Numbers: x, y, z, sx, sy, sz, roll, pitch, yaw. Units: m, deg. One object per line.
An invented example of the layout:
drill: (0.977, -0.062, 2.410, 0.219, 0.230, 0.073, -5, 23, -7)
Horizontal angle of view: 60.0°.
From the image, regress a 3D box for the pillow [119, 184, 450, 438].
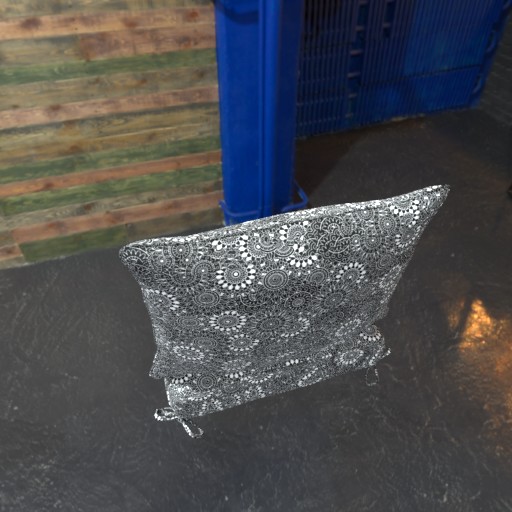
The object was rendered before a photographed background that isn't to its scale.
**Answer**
pillow: (0.000, 0.000, 1.384, 0.798, 0.722, 0.740, -12, 43, -13)
